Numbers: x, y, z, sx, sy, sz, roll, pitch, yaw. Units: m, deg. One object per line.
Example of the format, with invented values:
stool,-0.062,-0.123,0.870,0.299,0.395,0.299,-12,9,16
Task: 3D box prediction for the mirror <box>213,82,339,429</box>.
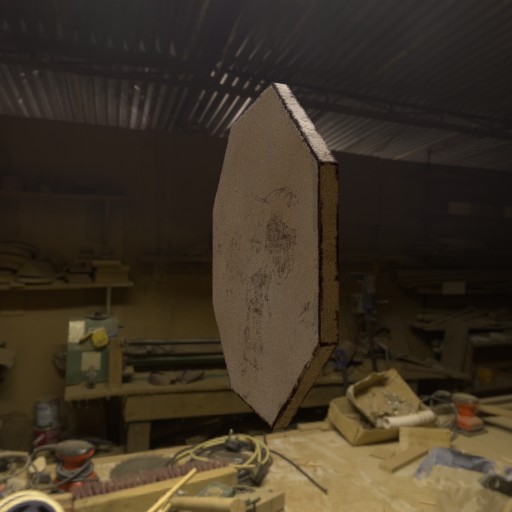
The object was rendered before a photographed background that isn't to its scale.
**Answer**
mirror,0.000,0.000,0.957,0.031,0.648,0.648,0,-1,-20
